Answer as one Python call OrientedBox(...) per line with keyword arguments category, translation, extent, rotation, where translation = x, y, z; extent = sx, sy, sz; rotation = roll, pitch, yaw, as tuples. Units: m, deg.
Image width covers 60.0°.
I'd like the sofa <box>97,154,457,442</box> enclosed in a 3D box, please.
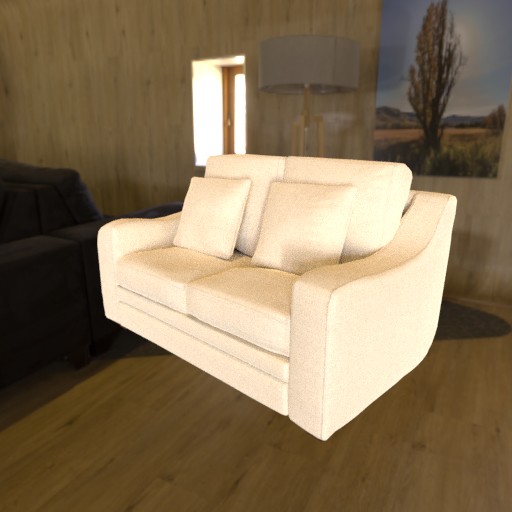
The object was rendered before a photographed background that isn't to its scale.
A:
OrientedBox(category="sofa", translation=(0.000, 0.000, 2.416), extent=(1.744, 1.047, 1.040), rotation=(15, 21, 42))
